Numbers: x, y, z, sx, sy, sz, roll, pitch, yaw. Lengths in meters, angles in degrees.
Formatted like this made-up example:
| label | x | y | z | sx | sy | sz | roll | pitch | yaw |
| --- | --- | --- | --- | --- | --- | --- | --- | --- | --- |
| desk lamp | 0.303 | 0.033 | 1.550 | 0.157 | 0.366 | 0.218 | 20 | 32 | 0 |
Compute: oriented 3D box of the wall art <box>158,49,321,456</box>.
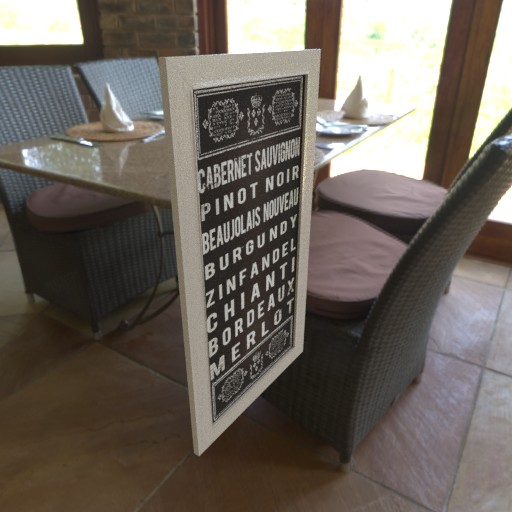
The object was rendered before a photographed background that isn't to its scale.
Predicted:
| label | x | y | z | sx | sy | sz | roll | pitch | yaw |
| --- | --- | --- | --- | --- | --- | --- | --- | --- | --- |
| wall art | 0.000 | 0.000 | 0.817 | 0.013 | 0.683 | 0.380 | 18 | 32 | 32 |
